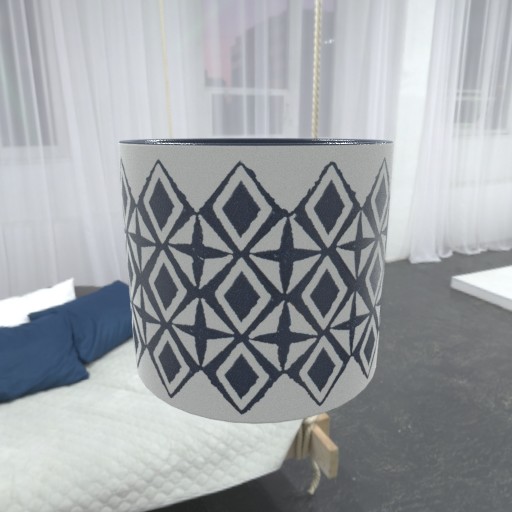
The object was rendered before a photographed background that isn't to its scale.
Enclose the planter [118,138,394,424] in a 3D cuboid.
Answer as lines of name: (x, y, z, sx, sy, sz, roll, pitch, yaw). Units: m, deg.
planter: (0.000, 0.000, 0.325, 0.182, 0.165, 0.182, 0, 16, 0)
